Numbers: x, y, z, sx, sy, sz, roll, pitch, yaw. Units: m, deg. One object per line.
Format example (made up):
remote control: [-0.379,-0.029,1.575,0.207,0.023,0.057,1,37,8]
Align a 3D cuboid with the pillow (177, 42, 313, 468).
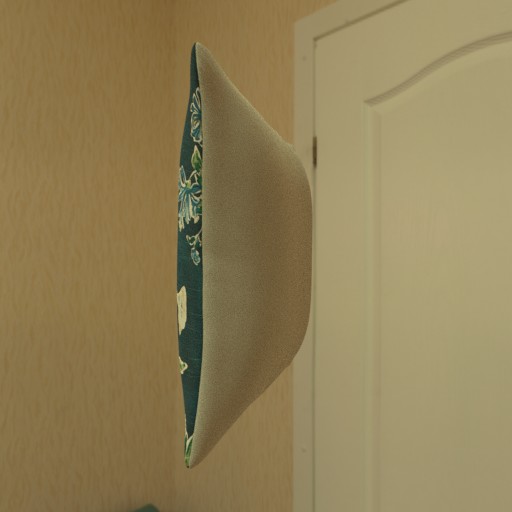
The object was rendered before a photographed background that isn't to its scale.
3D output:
pillow: [0.000,0.000,0.774,0.166,0.508,0.525,0,0,17]
